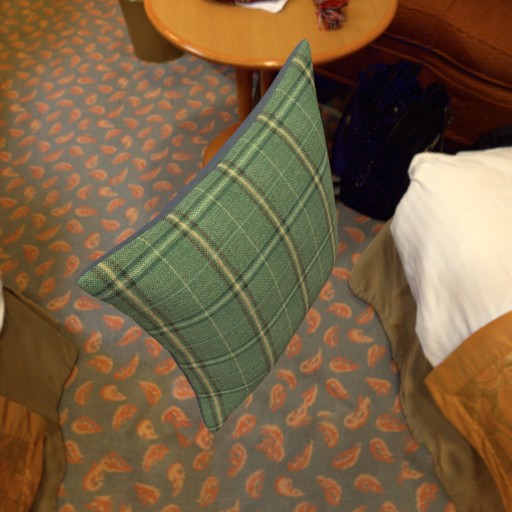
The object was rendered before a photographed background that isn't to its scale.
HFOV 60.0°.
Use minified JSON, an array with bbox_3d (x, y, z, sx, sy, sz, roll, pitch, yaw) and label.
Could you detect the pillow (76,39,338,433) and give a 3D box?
[{"bbox_3d":[0.000,0.000,0.679,0.200,0.430,0.453,28,62,16],"label":"pillow"}]
